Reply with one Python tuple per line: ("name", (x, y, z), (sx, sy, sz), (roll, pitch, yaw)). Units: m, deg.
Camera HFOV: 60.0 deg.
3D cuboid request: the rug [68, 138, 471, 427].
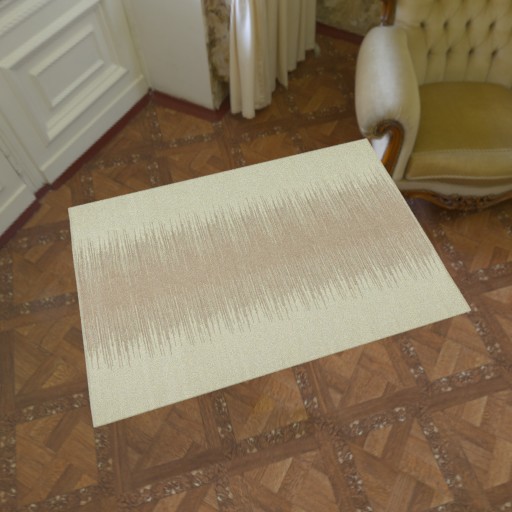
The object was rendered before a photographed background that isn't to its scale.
("rug", (0.000, 0.000, 2.347), (1.850, 0.006, 1.234), (-15, 60, -9))
